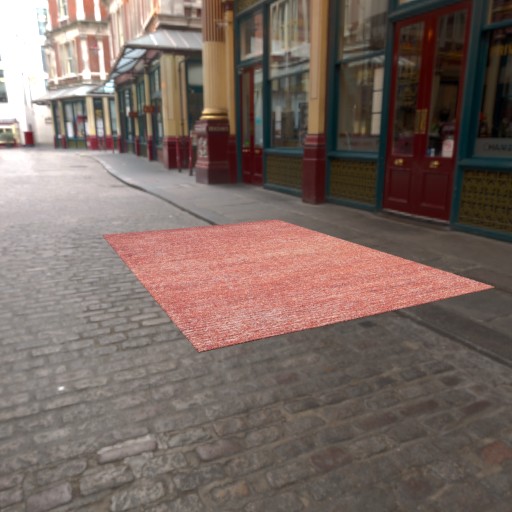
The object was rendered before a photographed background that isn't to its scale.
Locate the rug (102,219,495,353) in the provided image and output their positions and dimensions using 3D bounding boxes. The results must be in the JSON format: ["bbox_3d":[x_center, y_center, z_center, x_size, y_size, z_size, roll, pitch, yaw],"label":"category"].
[{"bbox_3d":[0.000,0.000,5.071,2.803,0.025,3.965,-7,16,-26],"label":"rug"}]
